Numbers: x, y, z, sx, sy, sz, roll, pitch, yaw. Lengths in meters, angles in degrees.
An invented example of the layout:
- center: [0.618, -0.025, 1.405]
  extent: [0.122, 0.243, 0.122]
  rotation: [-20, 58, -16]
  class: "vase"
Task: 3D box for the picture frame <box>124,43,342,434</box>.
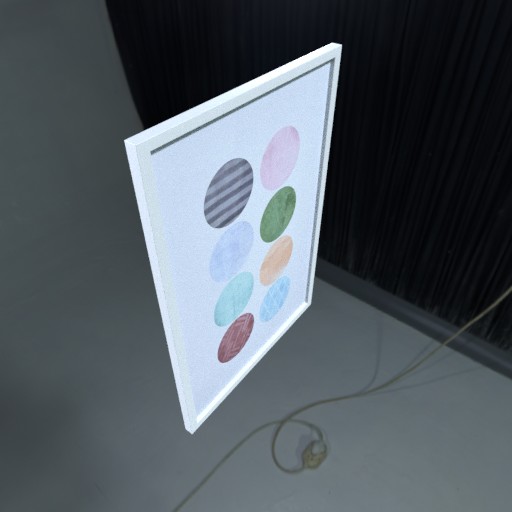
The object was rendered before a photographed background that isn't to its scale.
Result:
- center: [0.000, 0.000, 0.560]
  extent: [0.013, 0.434, 0.305]
  rotation: [27, 48, 27]
  class: "picture frame"
